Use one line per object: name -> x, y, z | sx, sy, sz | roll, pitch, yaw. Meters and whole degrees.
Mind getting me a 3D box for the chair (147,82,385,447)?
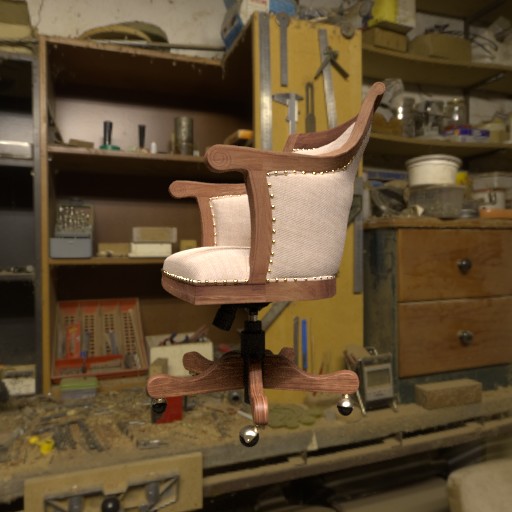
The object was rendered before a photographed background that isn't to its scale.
chair -> 0.000, 0.000, 1.425 | 0.689, 0.965, 0.656 | 0, 1, -19
